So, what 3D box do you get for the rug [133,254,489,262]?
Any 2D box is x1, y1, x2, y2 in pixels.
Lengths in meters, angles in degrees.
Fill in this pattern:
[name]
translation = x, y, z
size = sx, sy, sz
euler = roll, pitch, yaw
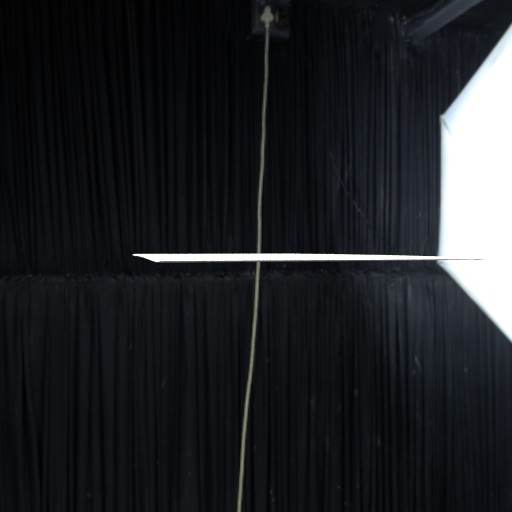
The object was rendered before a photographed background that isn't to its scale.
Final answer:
[rug]
translation = 0.000, 0.000, 3.004
size = 1.529, 0.012, 2.435
euler = 0, 1, -17
